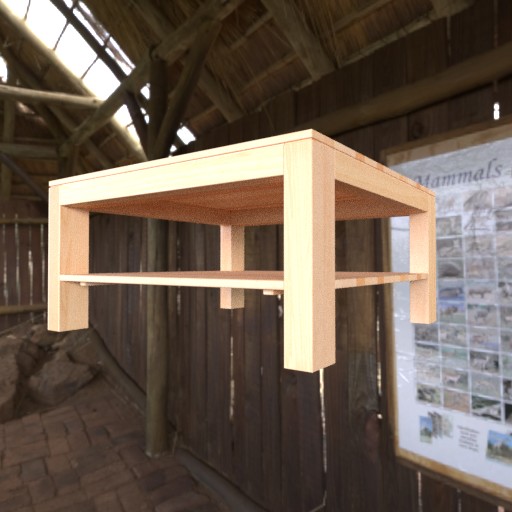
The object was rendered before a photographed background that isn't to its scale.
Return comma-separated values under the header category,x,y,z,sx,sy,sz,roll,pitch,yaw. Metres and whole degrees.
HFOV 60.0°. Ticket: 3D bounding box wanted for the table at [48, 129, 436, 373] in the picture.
category,x,y,z,sx,sy,sz,roll,pitch,yaw
table,0.000,0.000,1.444,0.900,0.450,0.900,-1,-1,36
